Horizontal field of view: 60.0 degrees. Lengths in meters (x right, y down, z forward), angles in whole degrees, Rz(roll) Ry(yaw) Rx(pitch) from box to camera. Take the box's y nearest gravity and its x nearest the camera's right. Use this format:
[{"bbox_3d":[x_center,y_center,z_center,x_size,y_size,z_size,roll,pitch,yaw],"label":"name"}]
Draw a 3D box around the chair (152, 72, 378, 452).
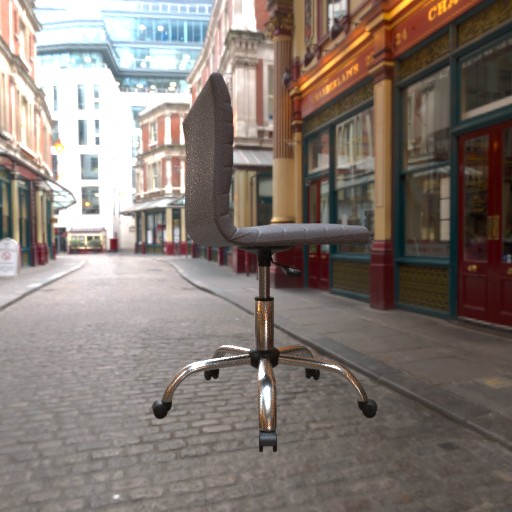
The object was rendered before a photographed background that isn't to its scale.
[{"bbox_3d":[0.000,0.000,1.150,0.530,0.780,0.556,0,1,-18],"label":"chair"}]
